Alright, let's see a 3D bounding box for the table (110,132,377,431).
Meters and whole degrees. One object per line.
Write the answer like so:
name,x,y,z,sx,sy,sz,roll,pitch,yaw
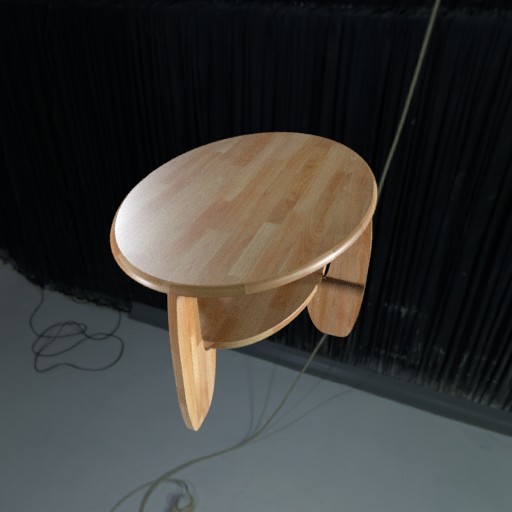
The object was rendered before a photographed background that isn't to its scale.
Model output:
table,0.000,0.000,1.403,0.690,0.490,1.040,11,35,16
